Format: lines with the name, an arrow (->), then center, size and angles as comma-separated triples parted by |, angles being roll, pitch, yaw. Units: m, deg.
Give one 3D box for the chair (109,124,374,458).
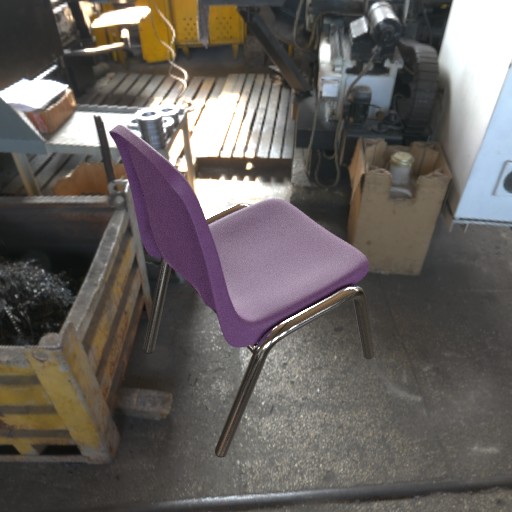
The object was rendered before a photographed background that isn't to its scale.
chair -> 0.000, 0.000, 0.841 | 0.419, 0.584, 0.356 | -26, 47, -27
